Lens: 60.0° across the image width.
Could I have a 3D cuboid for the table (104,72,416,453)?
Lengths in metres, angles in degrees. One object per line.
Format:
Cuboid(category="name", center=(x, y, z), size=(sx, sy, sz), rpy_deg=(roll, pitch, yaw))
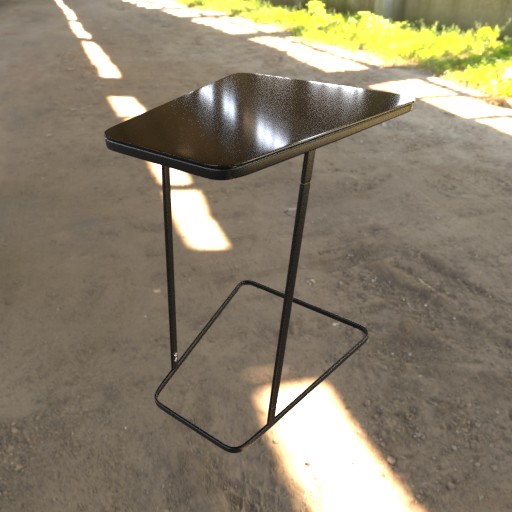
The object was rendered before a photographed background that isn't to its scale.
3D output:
Cuboid(category="table", center=(0.000, 0.000, 0.955), size=(0.427, 0.624, 0.500), rpy_deg=(20, 39, 28))
